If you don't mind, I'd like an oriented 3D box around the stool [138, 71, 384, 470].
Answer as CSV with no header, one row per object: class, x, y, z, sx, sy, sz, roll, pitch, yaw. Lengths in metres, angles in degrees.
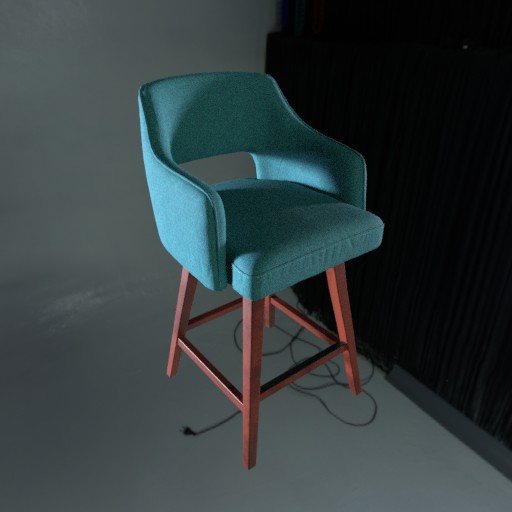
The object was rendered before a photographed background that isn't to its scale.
stool,0.000,0.000,1.309,0.548,0.961,0.556,-20,35,-33
